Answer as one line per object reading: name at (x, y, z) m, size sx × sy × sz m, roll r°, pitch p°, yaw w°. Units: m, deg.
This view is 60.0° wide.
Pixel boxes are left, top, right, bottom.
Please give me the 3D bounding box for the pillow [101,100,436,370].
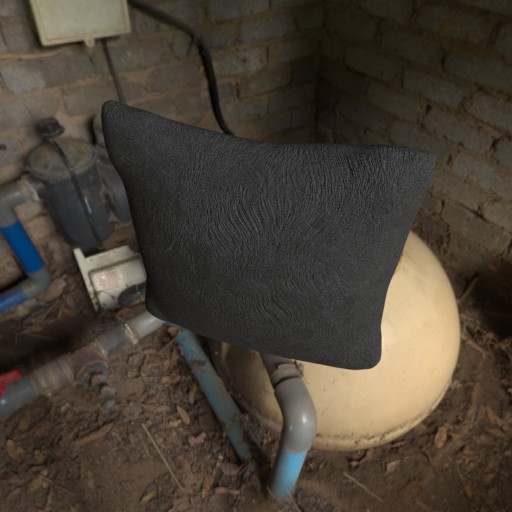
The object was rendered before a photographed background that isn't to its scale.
pillow at (0.000, 0.000, 0.818) m, size 0.533 × 0.523 × 0.210 m, roll 12°, pitch 44°, yaw 12°
